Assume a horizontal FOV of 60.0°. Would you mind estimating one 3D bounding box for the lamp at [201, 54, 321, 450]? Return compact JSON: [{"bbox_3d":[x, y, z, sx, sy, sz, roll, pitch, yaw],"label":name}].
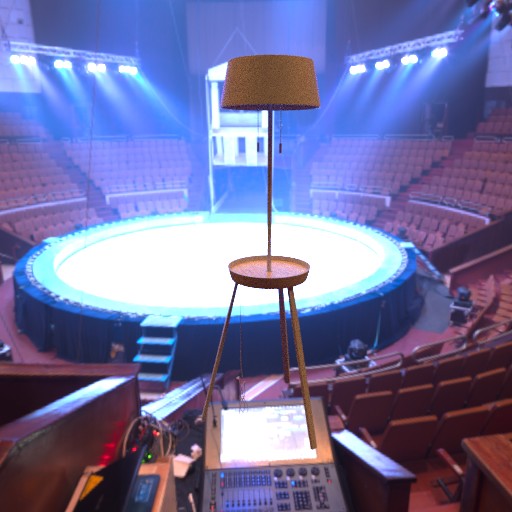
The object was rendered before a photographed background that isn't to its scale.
[{"bbox_3d":[0.000,0.000,1.735,0.468,1.429,0.508,-2,15,-8],"label":"lamp"}]
